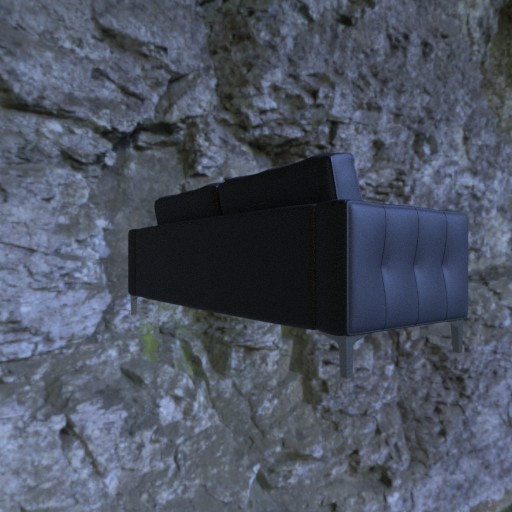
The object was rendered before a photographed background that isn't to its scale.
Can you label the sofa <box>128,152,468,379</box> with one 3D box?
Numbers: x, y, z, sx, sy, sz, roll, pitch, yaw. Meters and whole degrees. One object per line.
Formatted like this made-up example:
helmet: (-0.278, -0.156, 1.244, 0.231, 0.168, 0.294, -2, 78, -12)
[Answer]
sofa: (0.000, 0.000, 2.711, 0.833, 0.893, 2.275, 0, 0, -36)
